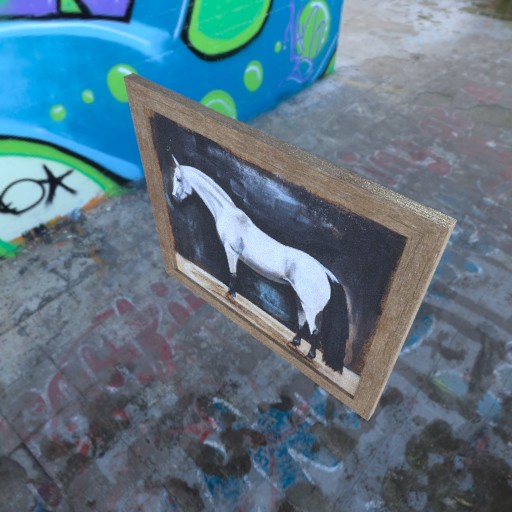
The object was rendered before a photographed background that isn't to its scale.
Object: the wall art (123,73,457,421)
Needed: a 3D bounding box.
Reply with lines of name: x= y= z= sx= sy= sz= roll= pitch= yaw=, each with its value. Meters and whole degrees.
wall art: x=0.000 y=0.000 z=0.953 sx=0.690 sy=0.588 sz=0.026 roll=32 pitch=54 yaw=27
